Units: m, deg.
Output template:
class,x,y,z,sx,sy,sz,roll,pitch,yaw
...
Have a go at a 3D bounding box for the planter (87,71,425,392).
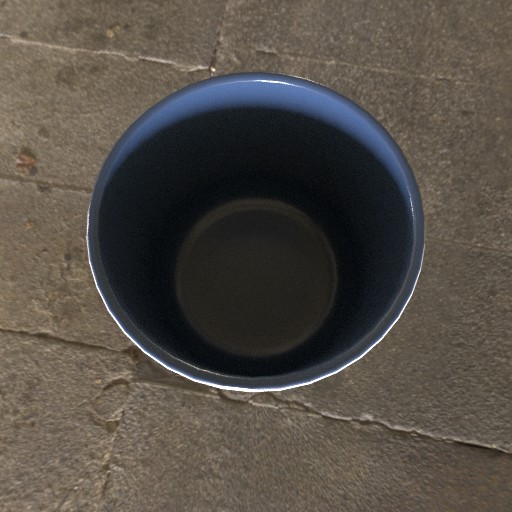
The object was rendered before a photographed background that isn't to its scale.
class,x,y,z,sx,sy,sz,roll,pitch,yaw
planter,0.000,0.000,0.275,0.159,0.144,0.159,0,74,0
